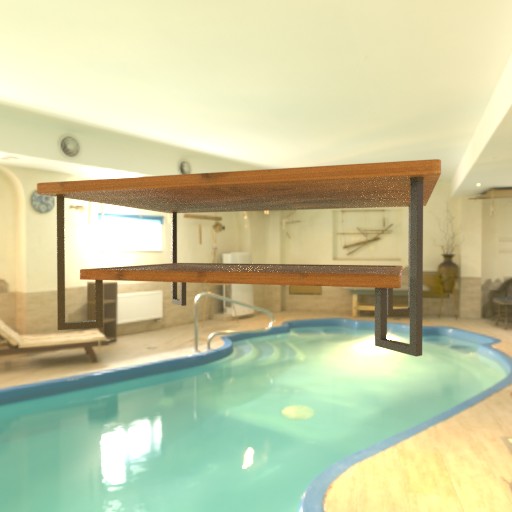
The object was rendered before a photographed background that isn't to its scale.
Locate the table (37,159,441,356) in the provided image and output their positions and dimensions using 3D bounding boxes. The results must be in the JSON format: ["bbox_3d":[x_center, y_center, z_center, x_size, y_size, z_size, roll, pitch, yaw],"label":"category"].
[{"bbox_3d":[0.000,0.000,1.686,1.238,0.492,0.877,0,1,19],"label":"table"}]
